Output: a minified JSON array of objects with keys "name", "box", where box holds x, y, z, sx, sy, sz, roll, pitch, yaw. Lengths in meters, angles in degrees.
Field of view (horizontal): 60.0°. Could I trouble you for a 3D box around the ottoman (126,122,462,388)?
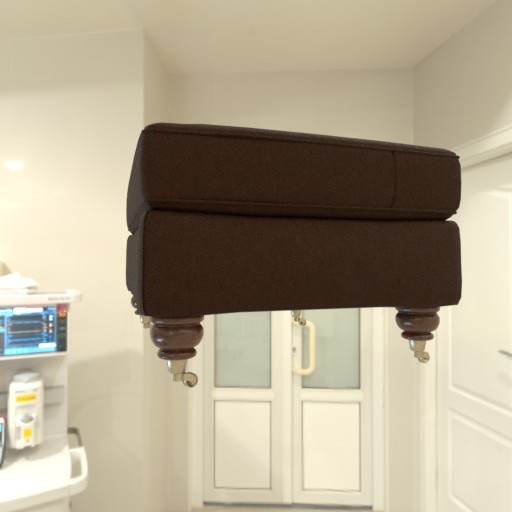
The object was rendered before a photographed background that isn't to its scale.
[{"name":"ottoman","box":[0.000,0.000,1.760,0.967,0.730,1.187,0,-1,-18]}]
